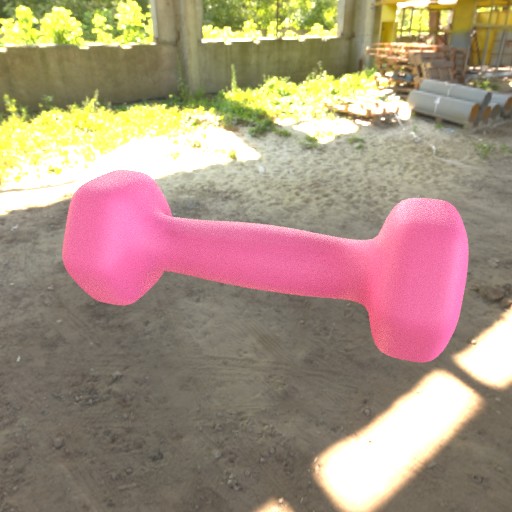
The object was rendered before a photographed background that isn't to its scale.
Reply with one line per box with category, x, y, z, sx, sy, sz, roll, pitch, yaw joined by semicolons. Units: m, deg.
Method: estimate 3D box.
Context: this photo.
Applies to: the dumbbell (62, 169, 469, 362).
dumbbell;0.000;0.000;0.171;0.146;0.053;0.058;8;28;16
